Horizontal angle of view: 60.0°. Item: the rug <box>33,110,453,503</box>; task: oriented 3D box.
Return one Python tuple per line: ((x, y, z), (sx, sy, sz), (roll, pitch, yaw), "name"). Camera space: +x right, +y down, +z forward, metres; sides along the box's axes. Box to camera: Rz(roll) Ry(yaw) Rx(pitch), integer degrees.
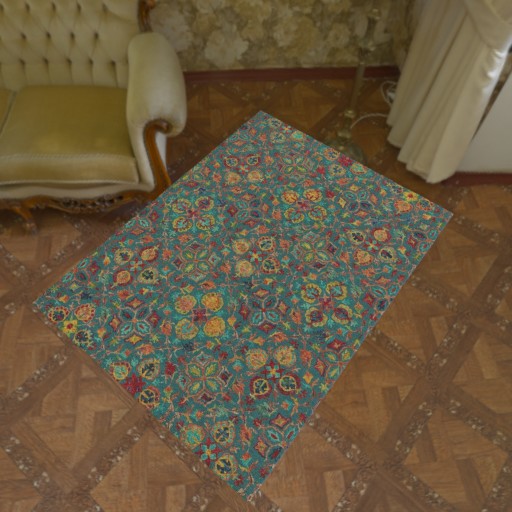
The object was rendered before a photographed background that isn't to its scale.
((0.000, 0.000, 4.115), (2.434, 0.025, 3.204), (34, 64, 19), "rug")
